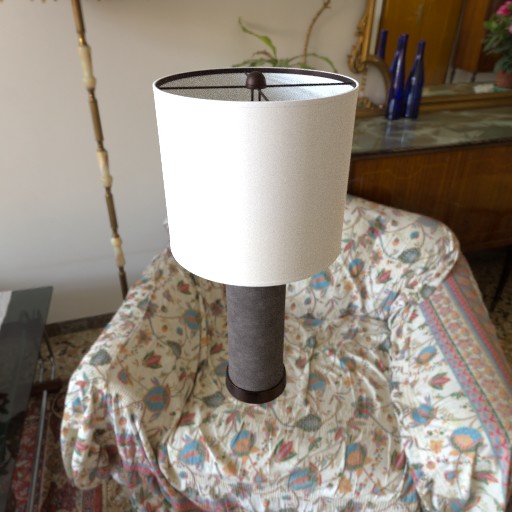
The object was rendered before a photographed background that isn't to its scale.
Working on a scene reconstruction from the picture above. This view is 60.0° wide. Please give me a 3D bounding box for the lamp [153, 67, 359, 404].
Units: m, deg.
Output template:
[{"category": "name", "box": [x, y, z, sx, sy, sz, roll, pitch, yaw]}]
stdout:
[{"category": "lamp", "box": [0.000, 0.000, 0.811, 0.301, 0.630, 0.301, 21, 36, 31]}]
